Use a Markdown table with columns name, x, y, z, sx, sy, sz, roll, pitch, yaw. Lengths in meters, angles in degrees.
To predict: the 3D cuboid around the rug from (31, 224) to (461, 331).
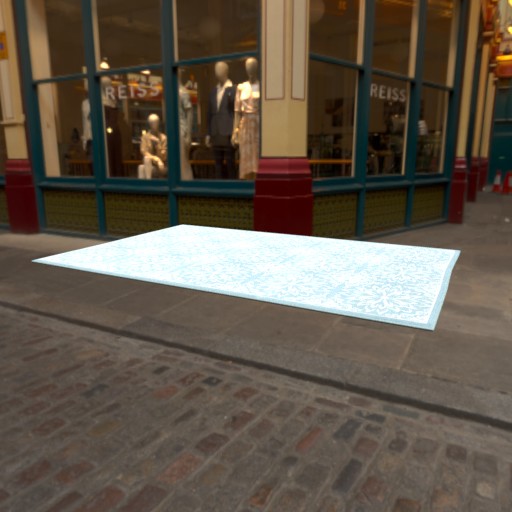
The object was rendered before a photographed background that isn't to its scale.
| name | x | y | z | sx | sy | sz | roll | pitch | yaw |
| --- | --- | --- | --- | --- | --- | --- | --- | --- | --- |
| rug | 0.000 | 0.000 | 2.268 | 1.840 | 0.012 | 1.219 | 7 | 15 | 27 |
